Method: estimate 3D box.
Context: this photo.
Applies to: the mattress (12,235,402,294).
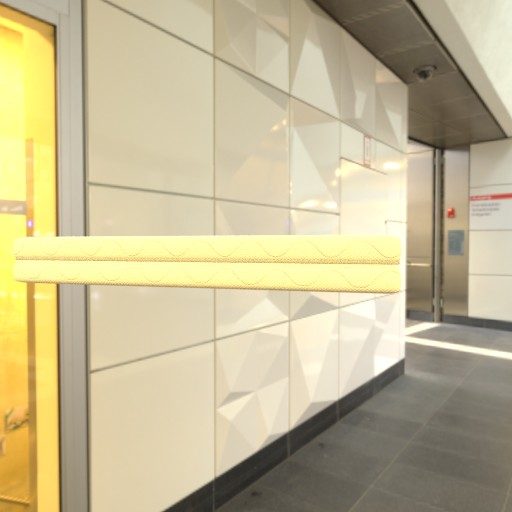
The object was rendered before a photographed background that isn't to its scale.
[{"bbox_3d":[0.000,0.000,2.638,1.600,0.200,2.000,0,1,17],"label":"mattress"}]
